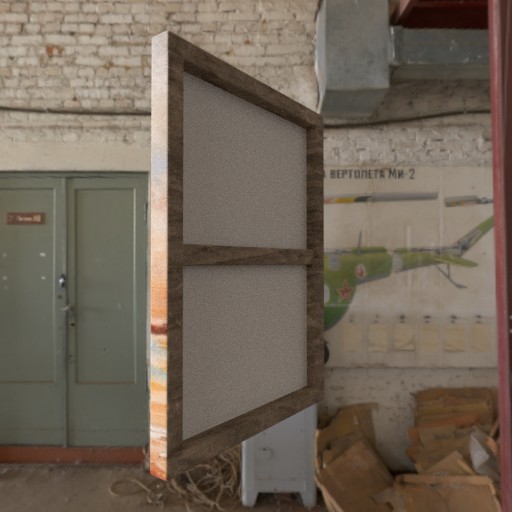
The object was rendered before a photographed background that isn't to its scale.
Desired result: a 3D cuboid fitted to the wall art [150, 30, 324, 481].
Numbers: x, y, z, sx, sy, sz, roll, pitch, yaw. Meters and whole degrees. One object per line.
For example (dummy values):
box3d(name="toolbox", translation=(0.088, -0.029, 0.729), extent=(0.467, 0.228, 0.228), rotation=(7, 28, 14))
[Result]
box3d(name="wall art", translation=(0.000, 0.000, 0.779), extent=(0.035, 0.605, 0.443), rotation=(-1, -1, 37))
